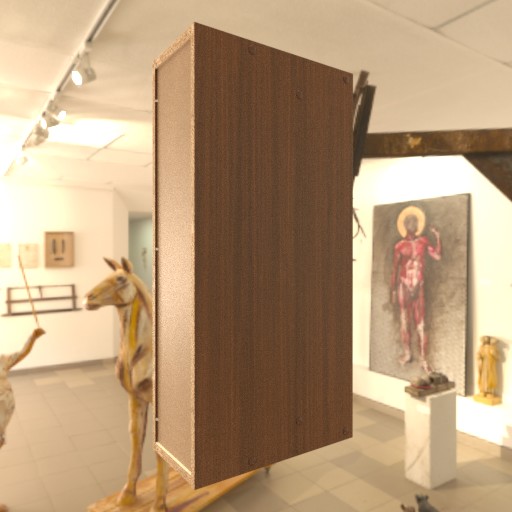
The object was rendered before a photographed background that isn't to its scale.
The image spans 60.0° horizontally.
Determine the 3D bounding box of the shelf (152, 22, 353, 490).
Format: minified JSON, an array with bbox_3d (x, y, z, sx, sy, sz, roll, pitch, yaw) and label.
[{"bbox_3d":[0.000,0.000,0.709,0.290,0.600,0.147,0,0,-35],"label":"shelf"}]
